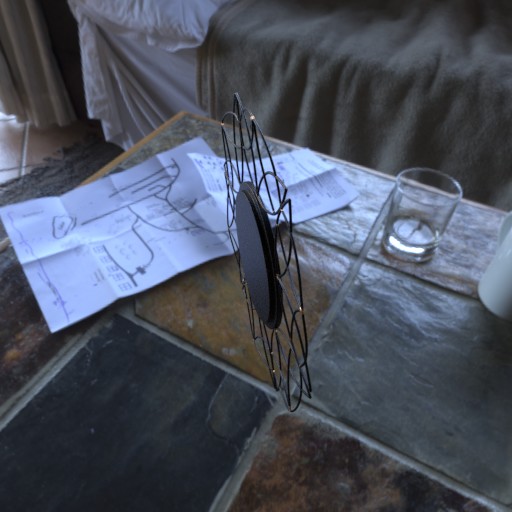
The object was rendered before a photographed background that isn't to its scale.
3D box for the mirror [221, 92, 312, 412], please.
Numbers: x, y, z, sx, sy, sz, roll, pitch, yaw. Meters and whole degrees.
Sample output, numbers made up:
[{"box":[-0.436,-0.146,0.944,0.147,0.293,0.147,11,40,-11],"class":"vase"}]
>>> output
[{"box":[0.000,0.000,1.134,0.028,0.775,0.797,-11,47,-10],"class":"mirror"}]
